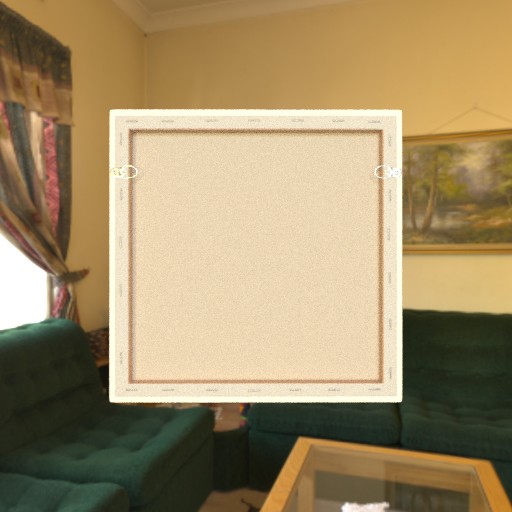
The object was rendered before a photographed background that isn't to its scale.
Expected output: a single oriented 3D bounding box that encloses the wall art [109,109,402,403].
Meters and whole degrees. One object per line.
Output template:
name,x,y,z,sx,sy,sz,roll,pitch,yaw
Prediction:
wall art,0.000,0.000,1.395,0.912,0.914,0.039,0,0,0
